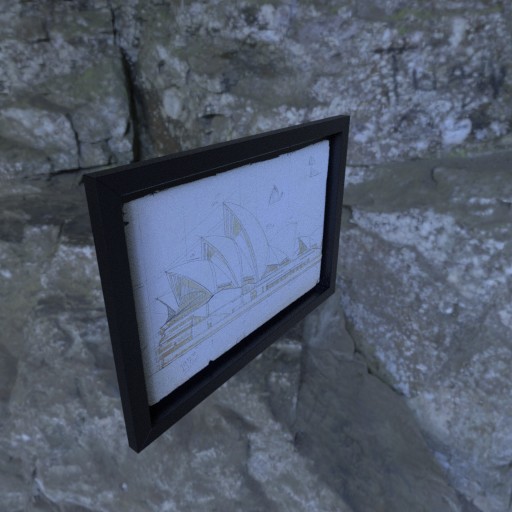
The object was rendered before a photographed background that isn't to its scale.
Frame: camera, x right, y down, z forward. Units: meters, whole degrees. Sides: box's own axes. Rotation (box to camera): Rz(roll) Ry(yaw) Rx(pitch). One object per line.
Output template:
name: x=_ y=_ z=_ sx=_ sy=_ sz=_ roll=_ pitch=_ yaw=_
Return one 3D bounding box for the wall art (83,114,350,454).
wall art: x=0.000 y=0.000 z=0.863 sx=0.027 sy=0.458 sz=0.657 roll=18 pitch=31 yaw=34
